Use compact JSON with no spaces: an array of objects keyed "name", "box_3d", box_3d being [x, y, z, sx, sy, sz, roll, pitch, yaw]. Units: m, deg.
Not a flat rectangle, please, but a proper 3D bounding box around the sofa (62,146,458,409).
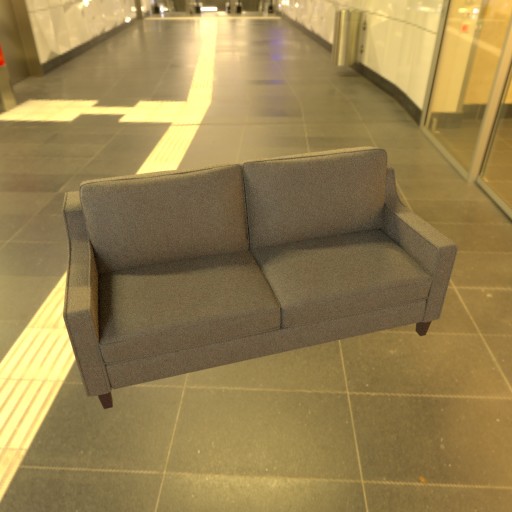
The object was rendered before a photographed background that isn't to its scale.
[{"name":"sofa","box_3d":[0.000,0.000,2.810,2.181,1.074,1.073,-9,34,-14]}]
